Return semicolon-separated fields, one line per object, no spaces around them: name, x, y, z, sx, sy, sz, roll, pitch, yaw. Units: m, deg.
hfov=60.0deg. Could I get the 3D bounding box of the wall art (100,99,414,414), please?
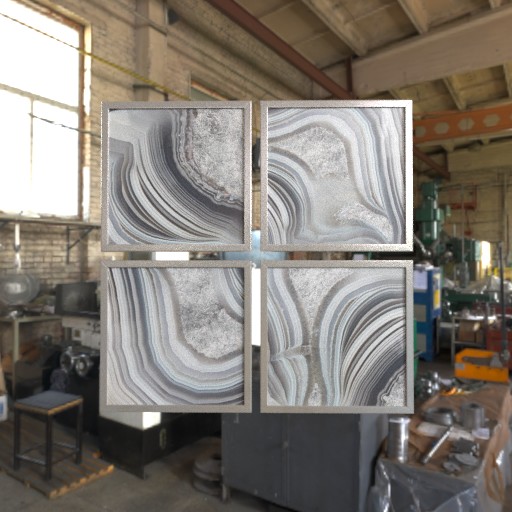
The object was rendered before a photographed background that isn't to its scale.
wall art;0.000;0.000;0.881;0.611;0.611;0.029;0;-1;1
